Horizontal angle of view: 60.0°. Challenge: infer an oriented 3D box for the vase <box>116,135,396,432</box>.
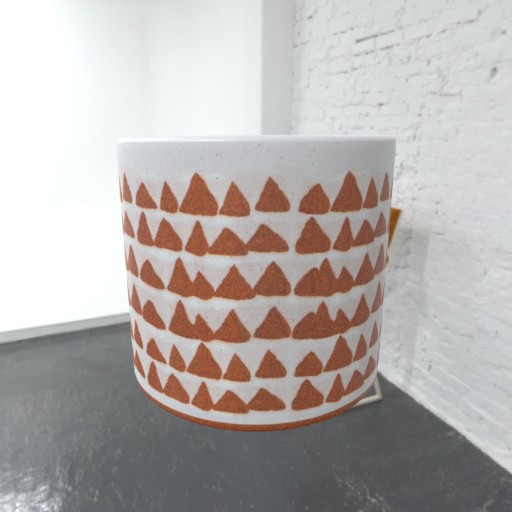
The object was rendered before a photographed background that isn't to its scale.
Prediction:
[{"bbox_3d":[0.000,0.000,0.242,0.137,0.127,0.137,0,15,0],"label":"vase"}]
